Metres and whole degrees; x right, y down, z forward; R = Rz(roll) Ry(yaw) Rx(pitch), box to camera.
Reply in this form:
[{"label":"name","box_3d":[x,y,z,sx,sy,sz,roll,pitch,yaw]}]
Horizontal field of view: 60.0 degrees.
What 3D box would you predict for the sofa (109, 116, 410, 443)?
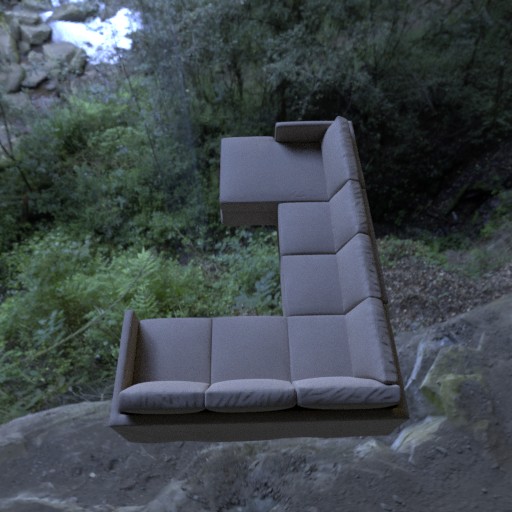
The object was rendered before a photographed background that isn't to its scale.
[{"label":"sofa","box_3d":[0.000,0.000,4.654,2.476,0.878,3.528,-1,58,-1]}]
